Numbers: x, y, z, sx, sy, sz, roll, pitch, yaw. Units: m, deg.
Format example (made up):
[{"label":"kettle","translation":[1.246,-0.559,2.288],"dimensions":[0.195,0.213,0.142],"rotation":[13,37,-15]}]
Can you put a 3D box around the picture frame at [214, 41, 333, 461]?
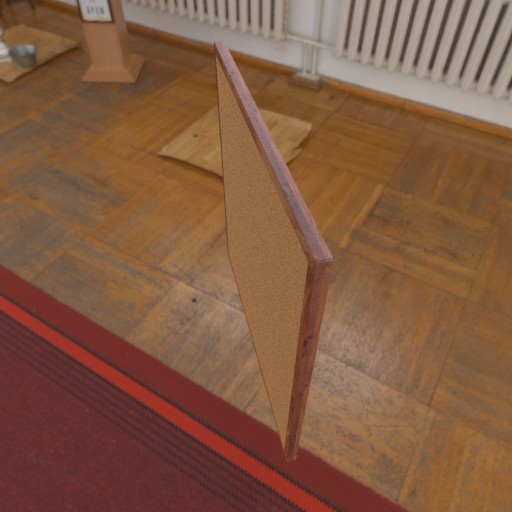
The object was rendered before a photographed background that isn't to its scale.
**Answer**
[{"label":"picture frame","translation":[0.000,0.000,1.195],"dimensions":[0.029,0.817,0.810],"rotation":[-10,48,-10]}]
